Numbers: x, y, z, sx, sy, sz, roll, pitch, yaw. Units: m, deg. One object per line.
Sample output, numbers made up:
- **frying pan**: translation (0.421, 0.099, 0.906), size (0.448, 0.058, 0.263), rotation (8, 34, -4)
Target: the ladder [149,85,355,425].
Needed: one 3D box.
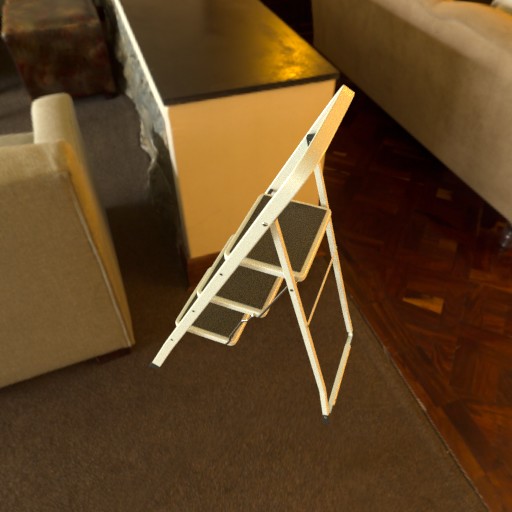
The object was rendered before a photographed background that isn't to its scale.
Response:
- **ladder**: translation (0.000, 0.000, 1.400), size (0.711, 1.050, 0.460), rotation (16, 48, 15)
